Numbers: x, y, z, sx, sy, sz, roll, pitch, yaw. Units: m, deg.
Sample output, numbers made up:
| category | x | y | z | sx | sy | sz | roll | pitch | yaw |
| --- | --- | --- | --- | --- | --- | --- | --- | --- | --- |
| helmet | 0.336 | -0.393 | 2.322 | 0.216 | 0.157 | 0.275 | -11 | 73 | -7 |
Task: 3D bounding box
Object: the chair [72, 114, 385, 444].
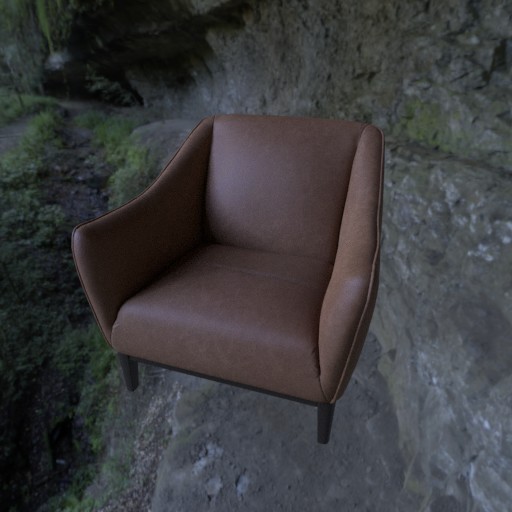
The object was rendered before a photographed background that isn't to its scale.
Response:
| category | x | y | z | sx | sy | sz | roll | pitch | yaw |
| --- | --- | --- | --- | --- | --- | --- | --- | --- | --- |
| chair | 0.000 | 0.000 | 1.564 | 0.871 | 0.830 | 0.852 | 9 | 28 | 17 |
